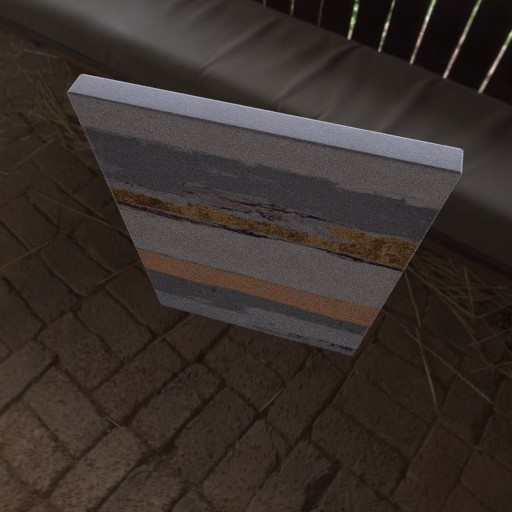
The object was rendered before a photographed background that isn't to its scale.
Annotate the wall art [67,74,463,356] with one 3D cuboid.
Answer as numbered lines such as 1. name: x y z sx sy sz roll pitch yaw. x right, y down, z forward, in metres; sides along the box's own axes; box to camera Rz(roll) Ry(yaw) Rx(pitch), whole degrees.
1. wall art: 0.000 0.000 0.763 0.456 0.609 0.038 14 61 8
